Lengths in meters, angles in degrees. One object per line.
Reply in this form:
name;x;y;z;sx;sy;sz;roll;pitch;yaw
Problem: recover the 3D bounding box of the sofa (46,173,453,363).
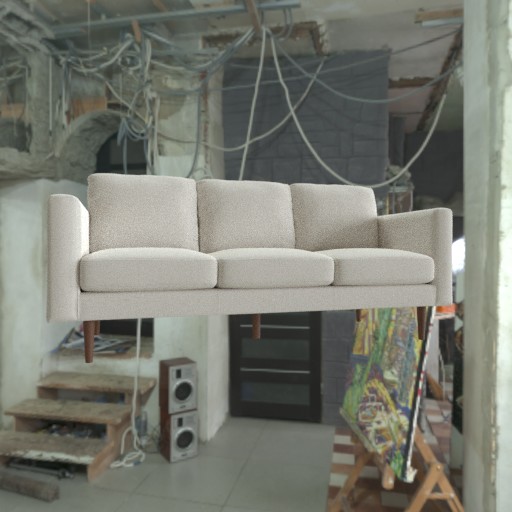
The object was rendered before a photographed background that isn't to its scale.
sofa;0.000;0.000;2.460;2.029;0.912;0.802;0;0;-17
